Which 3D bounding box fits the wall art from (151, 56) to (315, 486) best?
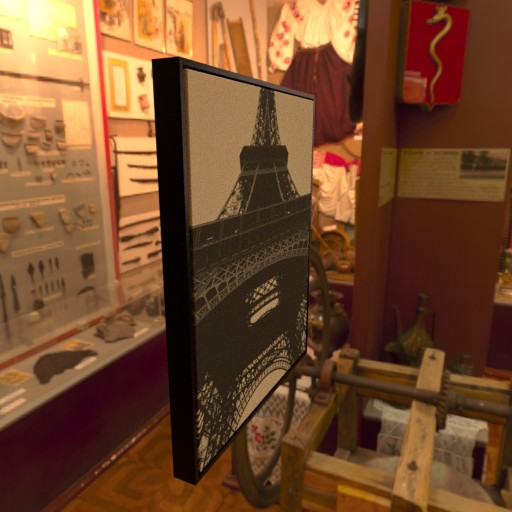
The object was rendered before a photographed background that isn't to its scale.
[{"bbox_3d":[0.000,0.000,0.752,0.039,0.553,0.451,7,16,25],"label":"wall art"}]
